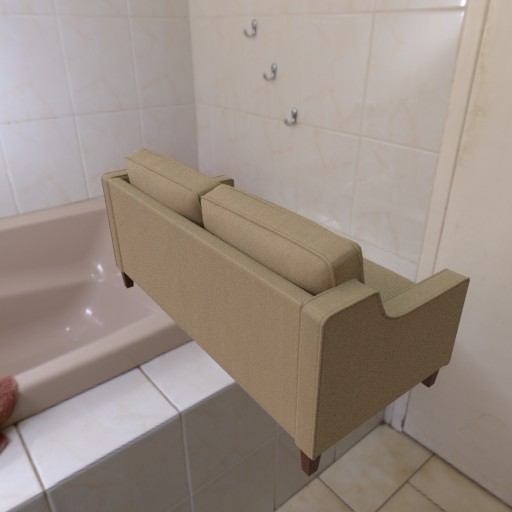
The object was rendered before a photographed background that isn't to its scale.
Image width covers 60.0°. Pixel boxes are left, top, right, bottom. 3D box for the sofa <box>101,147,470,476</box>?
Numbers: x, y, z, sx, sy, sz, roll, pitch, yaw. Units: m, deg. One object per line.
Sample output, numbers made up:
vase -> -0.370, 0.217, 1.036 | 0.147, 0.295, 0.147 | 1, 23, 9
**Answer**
sofa -> 0.000, 0.000, 2.754 | 1.066, 1.071, 2.178 | -19, 33, -33
